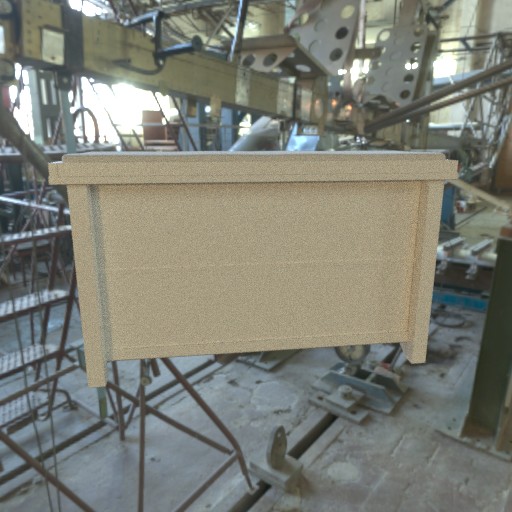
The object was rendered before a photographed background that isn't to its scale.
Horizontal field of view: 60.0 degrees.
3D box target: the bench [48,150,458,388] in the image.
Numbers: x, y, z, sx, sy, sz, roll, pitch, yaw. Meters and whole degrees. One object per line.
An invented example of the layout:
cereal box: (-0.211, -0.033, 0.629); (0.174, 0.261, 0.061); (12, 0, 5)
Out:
bench: (0.000, 0.000, 1.285); (0.987, 0.589, 0.346); (-2, 15, -8)
